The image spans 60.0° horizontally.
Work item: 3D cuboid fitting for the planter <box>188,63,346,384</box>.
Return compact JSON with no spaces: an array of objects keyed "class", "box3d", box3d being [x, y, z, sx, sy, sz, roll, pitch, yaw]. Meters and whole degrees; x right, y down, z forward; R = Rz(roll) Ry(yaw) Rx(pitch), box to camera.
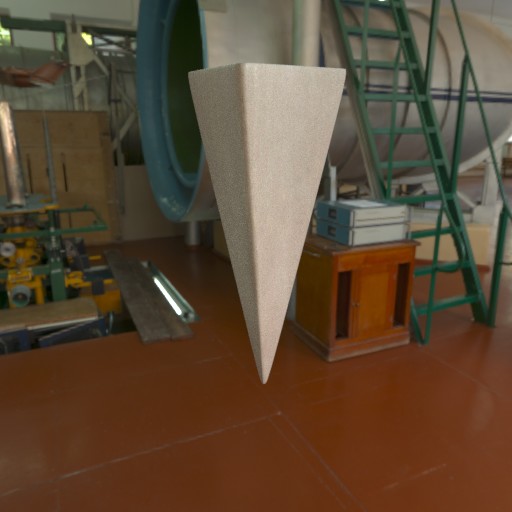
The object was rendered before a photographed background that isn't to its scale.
[{"class":"planter","box3d":[0.000,0.000,0.276,0.101,0.224,0.081,2,16,9]}]
